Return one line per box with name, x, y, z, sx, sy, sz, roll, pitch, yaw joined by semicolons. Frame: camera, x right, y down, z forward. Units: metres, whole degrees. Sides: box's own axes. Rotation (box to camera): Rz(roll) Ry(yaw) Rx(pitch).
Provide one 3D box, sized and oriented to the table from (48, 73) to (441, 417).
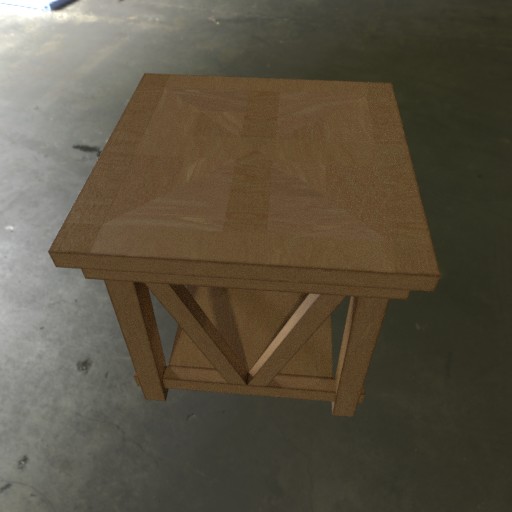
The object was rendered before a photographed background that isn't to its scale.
table;0.000;0.000;1.126;0.612;0.638;0.610;4;48;3
